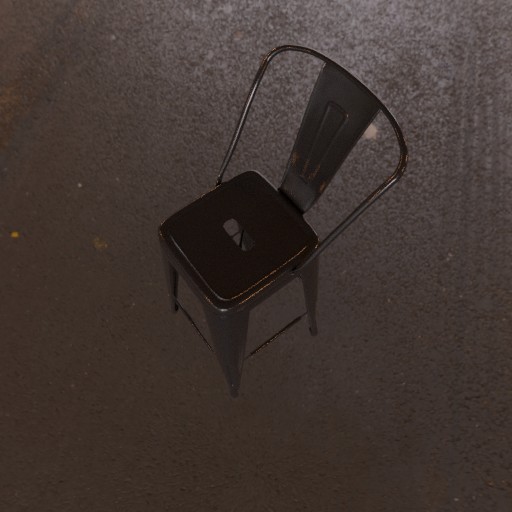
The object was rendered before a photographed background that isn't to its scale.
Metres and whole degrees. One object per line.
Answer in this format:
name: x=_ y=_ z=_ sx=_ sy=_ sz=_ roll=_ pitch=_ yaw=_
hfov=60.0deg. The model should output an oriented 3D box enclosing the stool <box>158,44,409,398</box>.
stool: x=0.000 y=0.000 z=1.293 sx=0.528 sy=1.022 sz=0.432 roll=-34 pitch=69 yaw=-15
